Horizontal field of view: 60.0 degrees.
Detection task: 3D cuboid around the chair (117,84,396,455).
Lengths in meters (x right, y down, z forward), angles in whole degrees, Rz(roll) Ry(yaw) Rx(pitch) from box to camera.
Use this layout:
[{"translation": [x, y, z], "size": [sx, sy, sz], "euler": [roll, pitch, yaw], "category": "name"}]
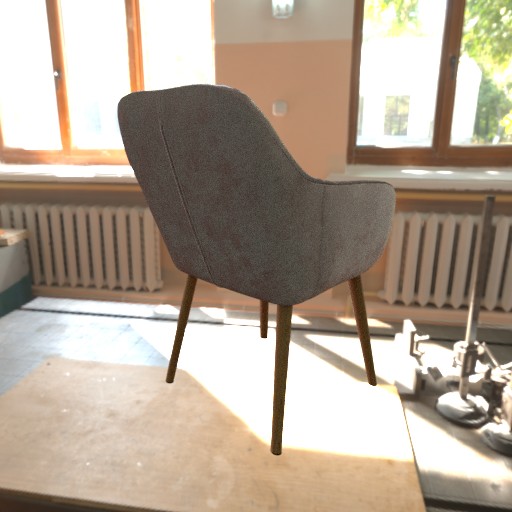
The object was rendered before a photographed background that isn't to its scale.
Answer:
[{"translation": [0.000, 0.000, 1.219], "size": [0.610, 0.832, 0.570], "euler": [15, 21, 43], "category": "chair"}]
